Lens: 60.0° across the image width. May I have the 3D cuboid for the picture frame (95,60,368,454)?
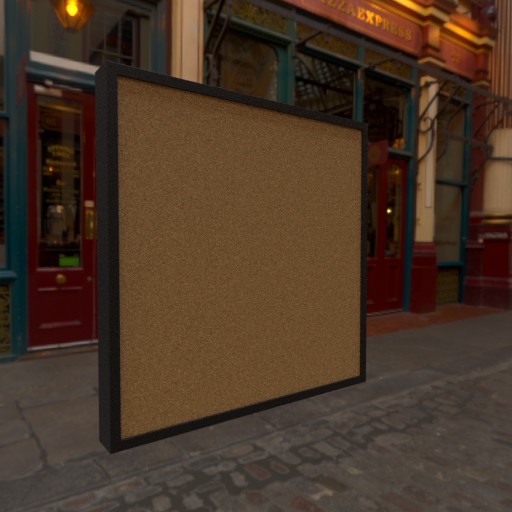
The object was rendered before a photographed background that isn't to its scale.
[{"bbox_3d":[0.000,0.000,0.463,0.317,0.317,0.030,-1,2,-36],"label":"picture frame"}]
